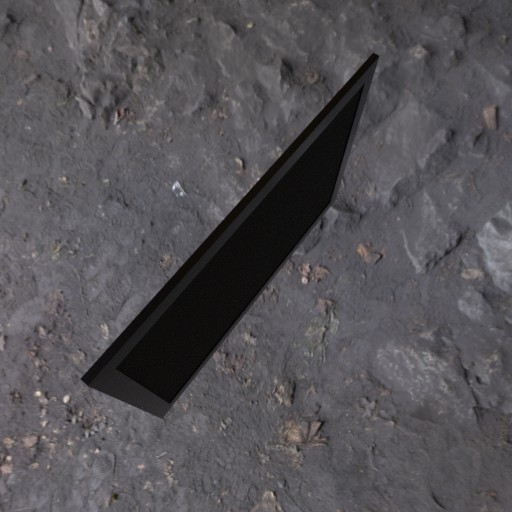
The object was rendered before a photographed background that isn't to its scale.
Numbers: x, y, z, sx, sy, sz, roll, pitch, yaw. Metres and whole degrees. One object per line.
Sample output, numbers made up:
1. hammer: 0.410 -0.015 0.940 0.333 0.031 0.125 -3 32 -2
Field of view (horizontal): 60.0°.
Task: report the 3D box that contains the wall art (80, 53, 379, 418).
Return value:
1. wall art: 0.000 0.000 0.824 0.013 0.447 0.660 34 70 15
